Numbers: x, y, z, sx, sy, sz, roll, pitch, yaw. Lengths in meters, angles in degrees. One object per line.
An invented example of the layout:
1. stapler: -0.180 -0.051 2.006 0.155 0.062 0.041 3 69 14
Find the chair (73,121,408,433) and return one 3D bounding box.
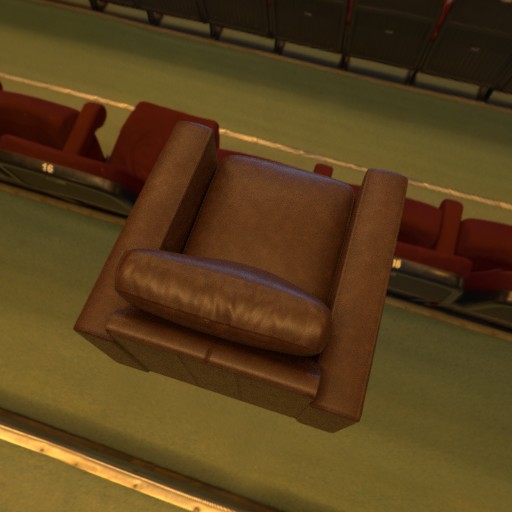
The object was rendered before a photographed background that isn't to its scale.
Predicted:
1. chair: 0.000 0.000 1.757 1.005 0.873 1.016 16 66 7
